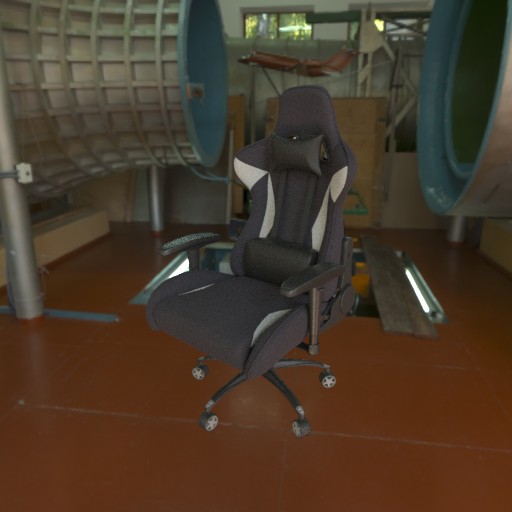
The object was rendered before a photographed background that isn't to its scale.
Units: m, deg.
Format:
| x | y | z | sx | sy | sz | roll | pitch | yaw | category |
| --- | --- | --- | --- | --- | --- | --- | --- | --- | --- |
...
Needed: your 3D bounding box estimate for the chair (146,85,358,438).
| x | y | z | sx | sy | sz | roll | pitch | yaw | category |
| --- | --- | --- | --- | --- | --- | --- | --- | --- | --- |
| 0.000 | 0.000 | 1.762 | 0.730 | 1.300 | 0.695 | 15 | 23 | 40 | chair |
